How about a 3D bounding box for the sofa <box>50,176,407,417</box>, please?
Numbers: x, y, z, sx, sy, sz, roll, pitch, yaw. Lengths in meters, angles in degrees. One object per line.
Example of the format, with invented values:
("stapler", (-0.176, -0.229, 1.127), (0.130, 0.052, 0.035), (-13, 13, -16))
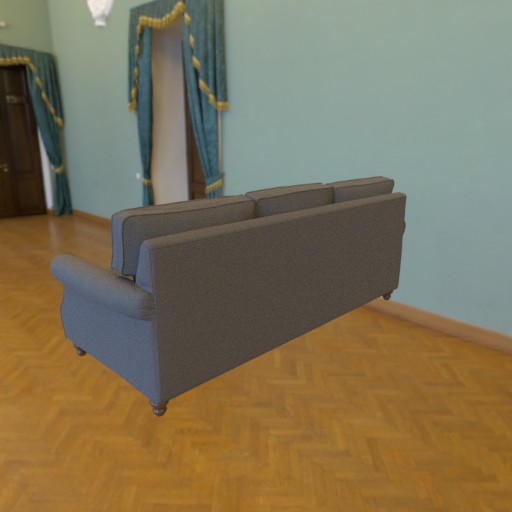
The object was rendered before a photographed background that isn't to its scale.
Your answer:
("sofa", (0.000, 0.000, 2.877), (0.966, 0.948, 2.353), (15, 21, 43))
